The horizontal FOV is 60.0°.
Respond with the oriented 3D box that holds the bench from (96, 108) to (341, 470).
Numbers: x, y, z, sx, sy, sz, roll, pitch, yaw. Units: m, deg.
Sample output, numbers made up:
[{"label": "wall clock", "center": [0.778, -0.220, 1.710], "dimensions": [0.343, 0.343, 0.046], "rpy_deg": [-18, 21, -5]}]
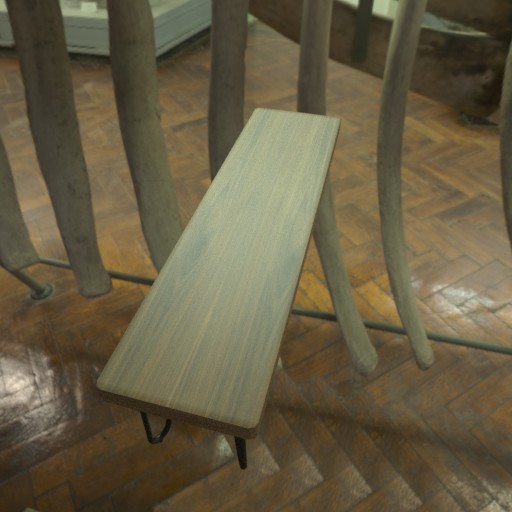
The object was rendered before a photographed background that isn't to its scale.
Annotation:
[{"label": "bench", "center": [0.000, 0.000, 1.766], "dimensions": [0.425, 0.462, 1.570], "rpy_deg": [11, 46, 11]}]
